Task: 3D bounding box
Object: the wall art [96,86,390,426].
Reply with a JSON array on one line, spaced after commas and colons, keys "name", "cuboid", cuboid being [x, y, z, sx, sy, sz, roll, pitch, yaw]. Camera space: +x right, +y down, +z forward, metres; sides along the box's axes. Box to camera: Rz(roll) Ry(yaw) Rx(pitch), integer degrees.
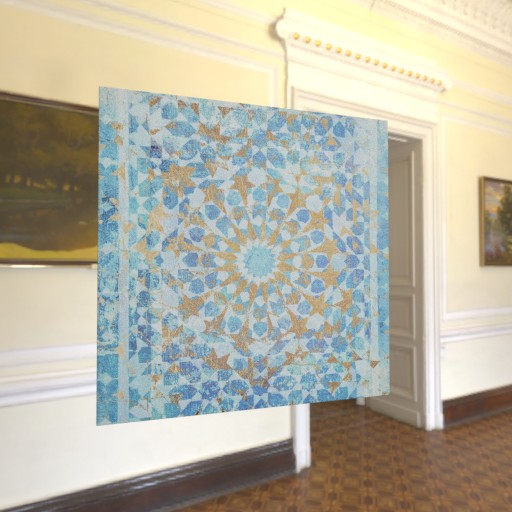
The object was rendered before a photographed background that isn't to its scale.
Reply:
[{"name": "wall art", "cuboid": [0.000, 0.000, 0.906, 0.609, 0.609, 0.040, 0, -1, -18]}]
